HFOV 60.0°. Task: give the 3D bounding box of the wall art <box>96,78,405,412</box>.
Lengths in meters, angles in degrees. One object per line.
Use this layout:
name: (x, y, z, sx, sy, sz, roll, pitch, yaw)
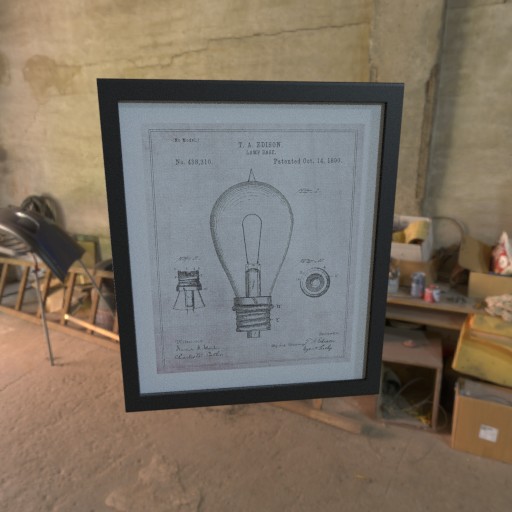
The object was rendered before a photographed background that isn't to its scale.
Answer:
wall art: (0.000, 0.000, 0.690, 0.430, 0.509, 0.021, -2, 15, -7)
